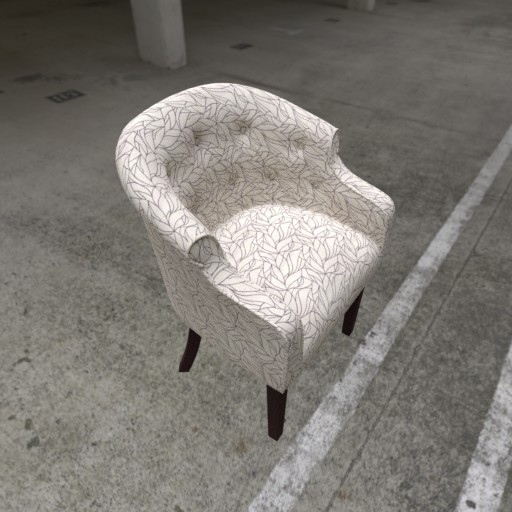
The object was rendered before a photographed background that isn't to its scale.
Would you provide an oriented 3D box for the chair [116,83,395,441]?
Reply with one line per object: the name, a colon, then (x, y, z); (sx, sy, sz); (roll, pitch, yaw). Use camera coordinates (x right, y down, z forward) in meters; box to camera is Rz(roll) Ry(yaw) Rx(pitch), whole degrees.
chair: (0.000, 0.000, 1.335); (0.613, 0.858, 0.686); (25, 47, 26)
